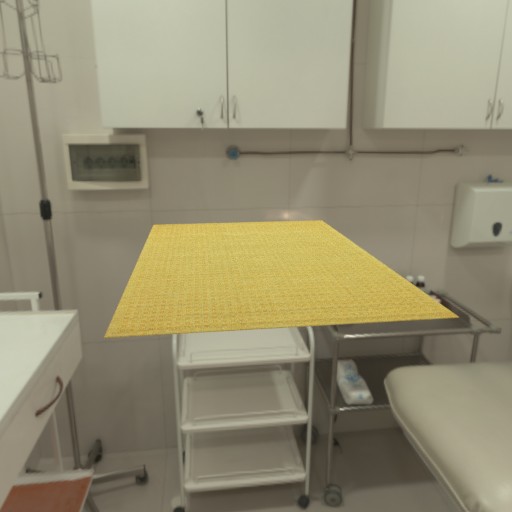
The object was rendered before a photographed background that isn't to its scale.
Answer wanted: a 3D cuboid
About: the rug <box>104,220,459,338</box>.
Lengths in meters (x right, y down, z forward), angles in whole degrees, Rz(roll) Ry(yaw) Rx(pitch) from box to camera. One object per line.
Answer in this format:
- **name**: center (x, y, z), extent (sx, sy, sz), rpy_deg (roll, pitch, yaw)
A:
- **rug**: center (0.000, 0.000, 3.816), extent (1.981, 0.006, 2.895), rpy_deg (-2, 16, -7)
